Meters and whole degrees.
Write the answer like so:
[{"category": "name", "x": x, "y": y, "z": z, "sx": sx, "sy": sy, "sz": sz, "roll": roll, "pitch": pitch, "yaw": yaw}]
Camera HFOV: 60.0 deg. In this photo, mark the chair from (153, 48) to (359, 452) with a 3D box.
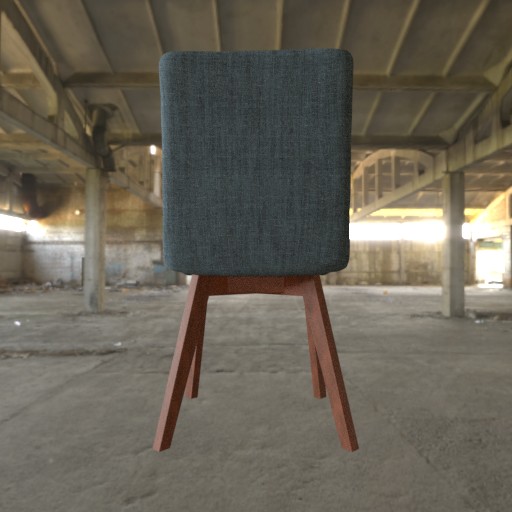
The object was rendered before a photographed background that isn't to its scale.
[{"category": "chair", "x": 0.000, "y": 0.000, "z": 1.295, "sx": 0.522, "sy": 0.974, "sz": 0.563, "roll": 0, "pitch": -1, "yaw": 0}]
